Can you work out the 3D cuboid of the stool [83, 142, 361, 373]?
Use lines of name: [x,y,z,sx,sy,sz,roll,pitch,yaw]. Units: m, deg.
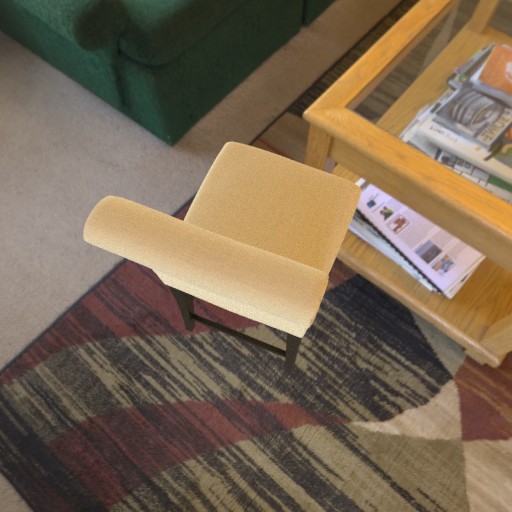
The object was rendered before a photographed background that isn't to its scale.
stool: [0.000,0.000,1.307,0.452,0.976,0.597,20,66,10]
